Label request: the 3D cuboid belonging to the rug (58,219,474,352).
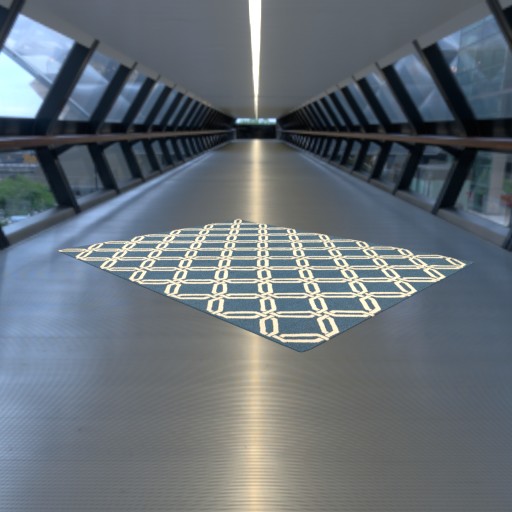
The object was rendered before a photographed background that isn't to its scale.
[{"bbox_3d":[0.000,0.000,3.856,2.867,0.020,2.277,14,20,43],"label":"rug"}]
